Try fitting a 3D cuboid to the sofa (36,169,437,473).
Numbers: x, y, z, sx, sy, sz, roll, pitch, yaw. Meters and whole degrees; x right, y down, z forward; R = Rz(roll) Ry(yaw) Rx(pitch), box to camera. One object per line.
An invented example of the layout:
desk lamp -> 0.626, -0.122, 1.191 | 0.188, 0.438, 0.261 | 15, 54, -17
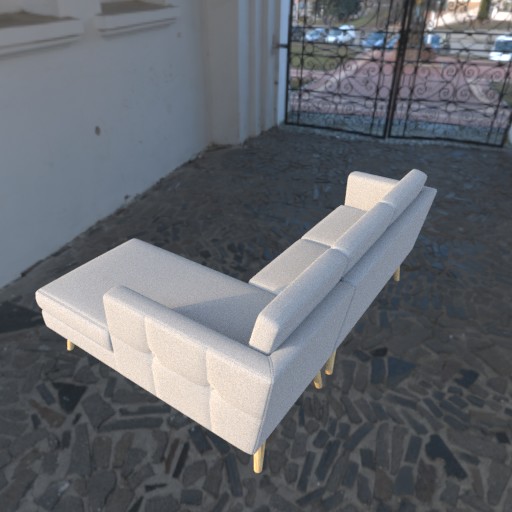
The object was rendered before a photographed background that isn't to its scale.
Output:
sofa -> 0.000, 0.000, 2.738 | 1.530, 0.860, 2.040 | 20, 37, 29
